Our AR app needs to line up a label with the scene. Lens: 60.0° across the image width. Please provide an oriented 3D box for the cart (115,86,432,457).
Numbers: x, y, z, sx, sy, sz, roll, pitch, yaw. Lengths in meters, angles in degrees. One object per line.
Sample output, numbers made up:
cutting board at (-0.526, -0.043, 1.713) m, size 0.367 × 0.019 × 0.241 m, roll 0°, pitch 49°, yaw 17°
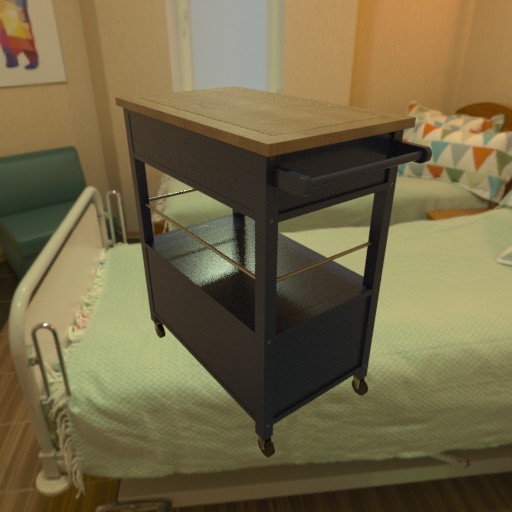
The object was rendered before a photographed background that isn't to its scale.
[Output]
cart at (0.000, 0.000, 1.402) m, size 0.459 × 0.901 × 0.840 m, roll -19°, pitch 33°, yaw -32°
